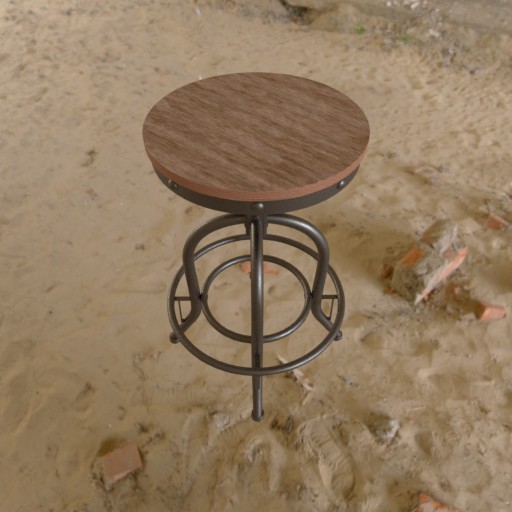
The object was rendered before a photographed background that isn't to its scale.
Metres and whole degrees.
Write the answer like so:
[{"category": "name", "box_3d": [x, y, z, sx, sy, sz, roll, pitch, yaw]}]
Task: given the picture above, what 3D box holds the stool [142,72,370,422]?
[{"category": "stool", "box_3d": [0.000, 0.000, 0.910, 0.439, 0.609, 0.439, -1, 47, -1]}]
